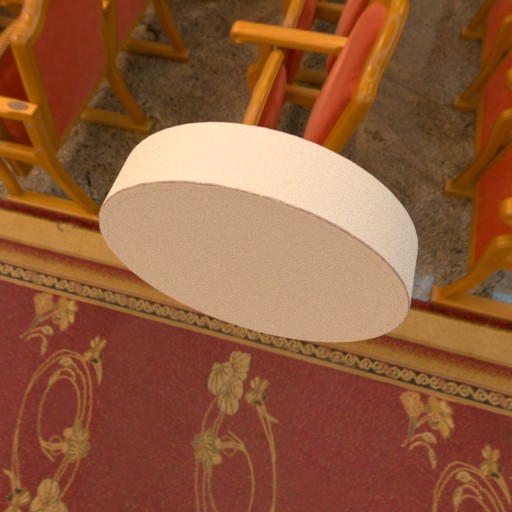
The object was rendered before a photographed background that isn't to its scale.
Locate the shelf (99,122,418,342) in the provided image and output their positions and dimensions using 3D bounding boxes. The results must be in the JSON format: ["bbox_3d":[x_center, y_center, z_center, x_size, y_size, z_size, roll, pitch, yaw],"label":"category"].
[{"bbox_3d":[0.000,0.000,1.192,0.806,0.807,0.158,15,64,7],"label":"shelf"}]
